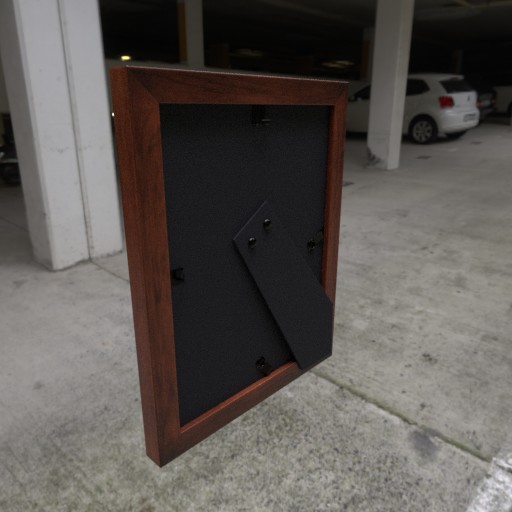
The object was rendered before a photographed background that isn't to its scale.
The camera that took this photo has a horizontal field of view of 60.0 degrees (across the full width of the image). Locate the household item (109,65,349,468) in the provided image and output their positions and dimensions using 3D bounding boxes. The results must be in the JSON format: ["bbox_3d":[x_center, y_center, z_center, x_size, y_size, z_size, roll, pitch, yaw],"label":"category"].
[{"bbox_3d":[0.000,0.000,0.332,0.020,0.250,0.200,17,25,41],"label":"household item"}]
